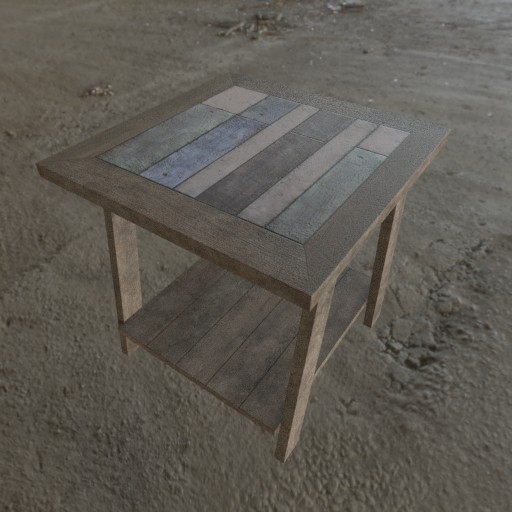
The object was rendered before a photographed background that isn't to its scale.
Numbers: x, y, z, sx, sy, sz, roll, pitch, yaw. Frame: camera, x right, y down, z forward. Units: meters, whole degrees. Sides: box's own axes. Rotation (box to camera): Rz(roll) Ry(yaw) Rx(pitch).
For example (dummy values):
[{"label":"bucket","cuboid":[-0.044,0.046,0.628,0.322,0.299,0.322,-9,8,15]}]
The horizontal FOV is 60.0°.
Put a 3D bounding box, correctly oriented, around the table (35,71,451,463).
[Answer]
[{"label":"table","cuboid":[0.000,0.000,1.110,0.610,0.610,0.610,25,47,25]}]
